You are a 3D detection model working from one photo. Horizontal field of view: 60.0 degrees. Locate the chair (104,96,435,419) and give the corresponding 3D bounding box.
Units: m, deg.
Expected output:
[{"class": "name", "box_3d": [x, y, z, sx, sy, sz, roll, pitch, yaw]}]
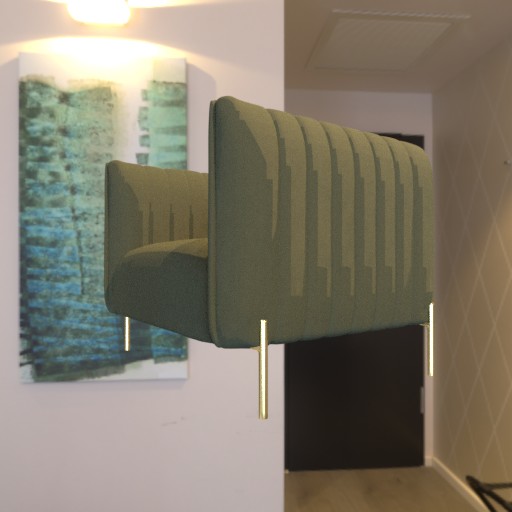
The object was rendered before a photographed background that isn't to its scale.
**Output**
[{"class": "chair", "box_3d": [0.000, 0.000, 1.666, 0.877, 0.794, 1.032, 0, 0, -35]}]
